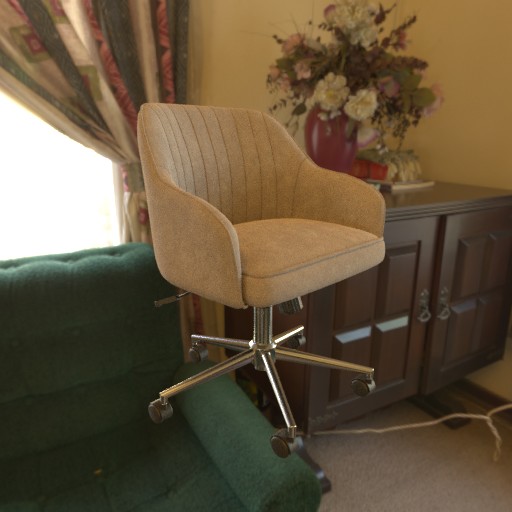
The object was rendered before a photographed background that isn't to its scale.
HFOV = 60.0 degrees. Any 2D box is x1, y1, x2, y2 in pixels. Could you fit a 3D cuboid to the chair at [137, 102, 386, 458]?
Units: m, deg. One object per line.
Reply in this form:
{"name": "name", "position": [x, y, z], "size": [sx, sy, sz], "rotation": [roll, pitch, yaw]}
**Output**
{"name": "chair", "position": [0.000, 0.000, 1.247], "size": [0.573, 0.831, 0.635], "rotation": [14, 20, 42]}
